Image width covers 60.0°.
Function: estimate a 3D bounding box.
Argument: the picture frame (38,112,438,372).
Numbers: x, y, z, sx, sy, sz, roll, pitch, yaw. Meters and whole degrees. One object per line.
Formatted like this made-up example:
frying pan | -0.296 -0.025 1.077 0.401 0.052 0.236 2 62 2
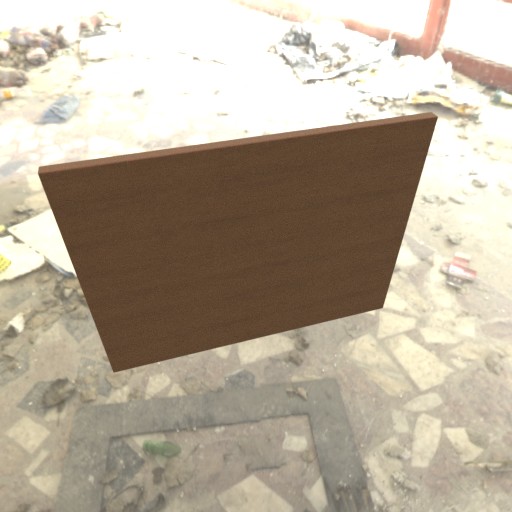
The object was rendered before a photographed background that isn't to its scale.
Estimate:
picture frame | 0.000 0.000 1.777 1.329 1.018 0.045 -11 43 -12
